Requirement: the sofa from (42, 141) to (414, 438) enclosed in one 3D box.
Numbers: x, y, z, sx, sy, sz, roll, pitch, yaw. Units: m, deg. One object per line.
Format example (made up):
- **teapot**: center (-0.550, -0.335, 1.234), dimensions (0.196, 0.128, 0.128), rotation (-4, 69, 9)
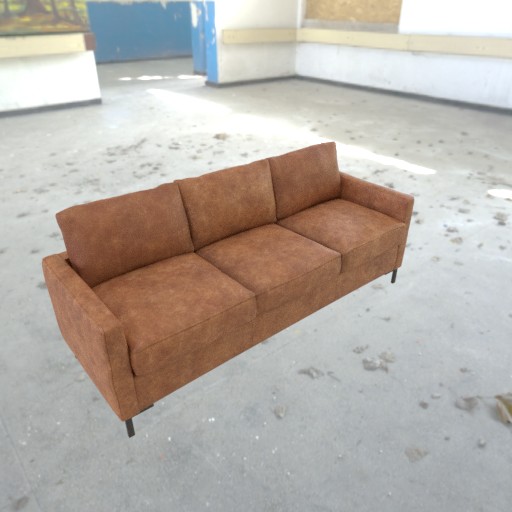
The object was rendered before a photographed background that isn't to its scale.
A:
- **sofa**: center (0.000, 0.000, 2.461), dimensions (2.029, 0.863, 0.748), rotation (-22, 37, -34)
